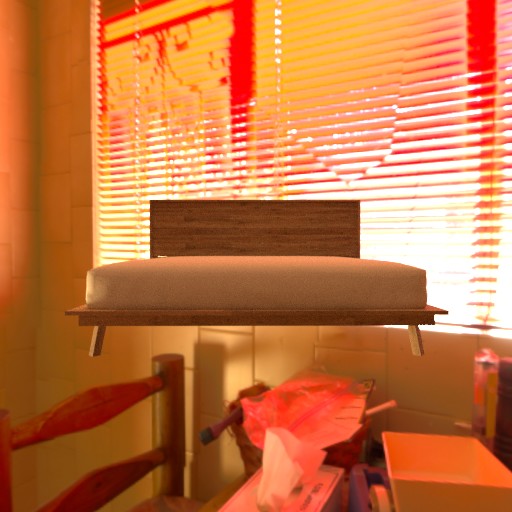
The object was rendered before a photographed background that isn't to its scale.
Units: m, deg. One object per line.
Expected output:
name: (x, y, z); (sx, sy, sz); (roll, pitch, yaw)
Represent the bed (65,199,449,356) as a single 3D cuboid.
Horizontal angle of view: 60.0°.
bed: (0.000, 0.000, 3.439); (2.116, 1.100, 2.167); (0, 1, 0)
